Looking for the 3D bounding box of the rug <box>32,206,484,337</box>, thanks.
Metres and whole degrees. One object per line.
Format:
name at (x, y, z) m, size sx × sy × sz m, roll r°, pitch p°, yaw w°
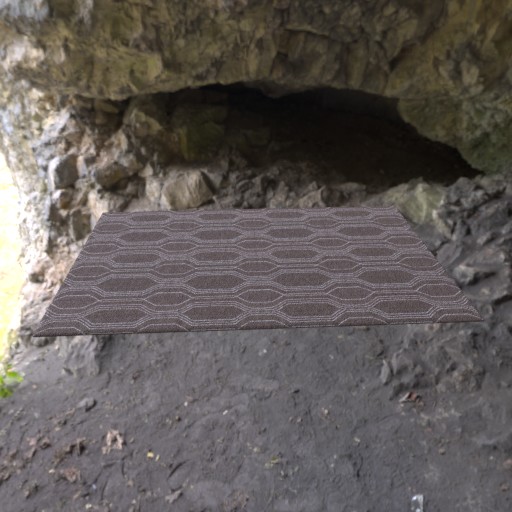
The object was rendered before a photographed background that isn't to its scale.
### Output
rug at (0.000, 0.000, 3.058) m, size 2.457 × 0.012 × 1.541 m, roll -2°, pitch 31°, yaw -3°
